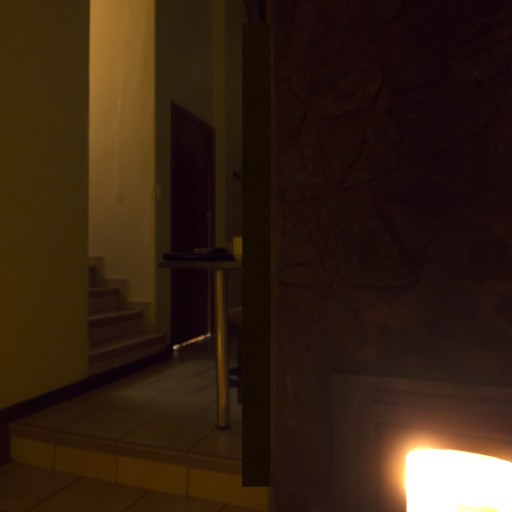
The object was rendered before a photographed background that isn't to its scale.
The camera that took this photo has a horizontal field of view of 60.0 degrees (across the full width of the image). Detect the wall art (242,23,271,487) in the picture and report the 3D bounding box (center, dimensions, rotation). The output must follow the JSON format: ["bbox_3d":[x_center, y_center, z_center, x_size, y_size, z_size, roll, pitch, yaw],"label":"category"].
[{"bbox_3d":[0.000,0.000,0.755,0.034,0.552,0.455,0,-1,0],"label":"wall art"}]
